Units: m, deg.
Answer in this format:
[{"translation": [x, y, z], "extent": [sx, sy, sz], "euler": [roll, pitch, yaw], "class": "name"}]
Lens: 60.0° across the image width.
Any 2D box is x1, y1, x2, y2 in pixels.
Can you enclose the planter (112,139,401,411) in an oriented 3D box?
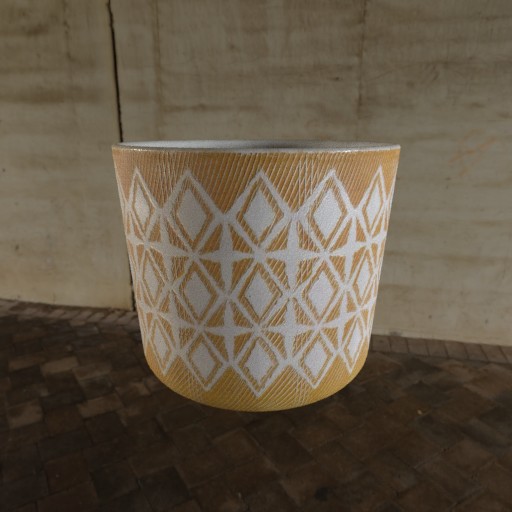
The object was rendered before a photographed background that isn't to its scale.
[{"translation": [0.000, 0.000, 0.332], "extent": [0.193, 0.165, 0.193], "euler": [0, 16, 0], "class": "planter"}]
